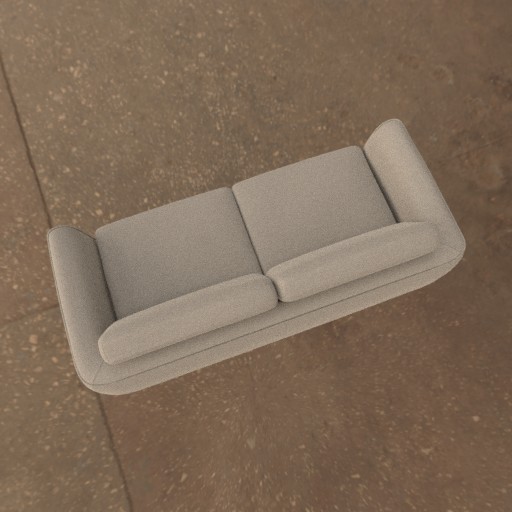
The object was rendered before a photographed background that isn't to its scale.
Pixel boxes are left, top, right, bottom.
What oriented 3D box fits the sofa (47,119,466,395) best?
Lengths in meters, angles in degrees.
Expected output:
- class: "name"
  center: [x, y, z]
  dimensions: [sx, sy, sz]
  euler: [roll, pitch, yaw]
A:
- class: "sofa"
  center: [0.000, 0.000, 2.409]
  dimensions: [2.000, 0.850, 0.920]
  euler: [-19, 74, -6]
